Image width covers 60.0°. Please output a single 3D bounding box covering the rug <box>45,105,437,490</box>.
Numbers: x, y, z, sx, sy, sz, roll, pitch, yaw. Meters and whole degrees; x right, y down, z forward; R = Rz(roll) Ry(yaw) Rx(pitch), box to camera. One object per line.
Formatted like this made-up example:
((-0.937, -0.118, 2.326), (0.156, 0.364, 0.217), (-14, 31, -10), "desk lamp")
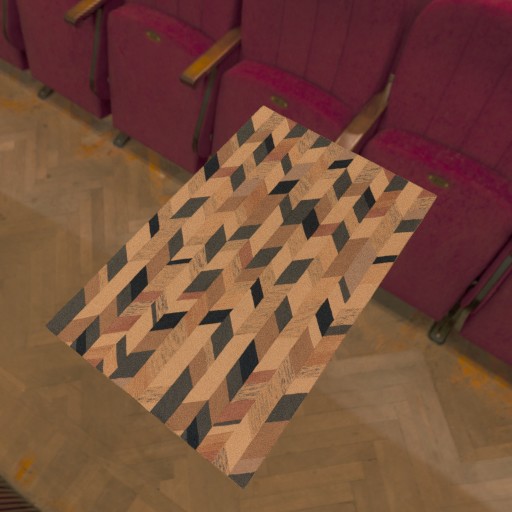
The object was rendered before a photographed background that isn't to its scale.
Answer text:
((0.000, 0.000, 2.306), (1.202, 0.006, 1.813), (33, 67, 16), "rug")
